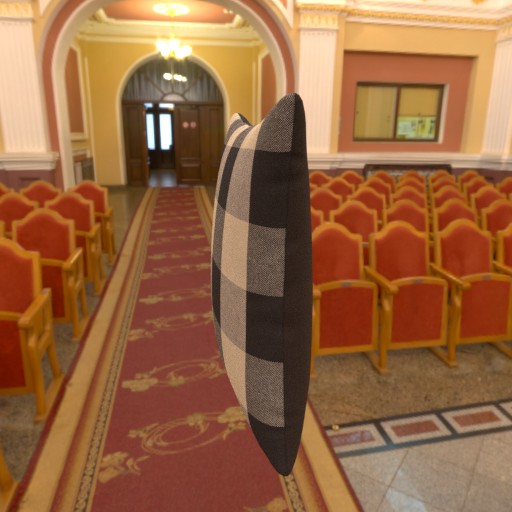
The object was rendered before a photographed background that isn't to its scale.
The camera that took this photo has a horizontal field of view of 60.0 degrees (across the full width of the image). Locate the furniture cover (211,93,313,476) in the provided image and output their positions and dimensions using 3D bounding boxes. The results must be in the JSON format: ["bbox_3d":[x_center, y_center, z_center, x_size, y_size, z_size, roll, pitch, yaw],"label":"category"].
[{"bbox_3d":[0.000,0.000,0.793,0.161,0.509,0.511,-3,16,-9],"label":"furniture cover"}]
